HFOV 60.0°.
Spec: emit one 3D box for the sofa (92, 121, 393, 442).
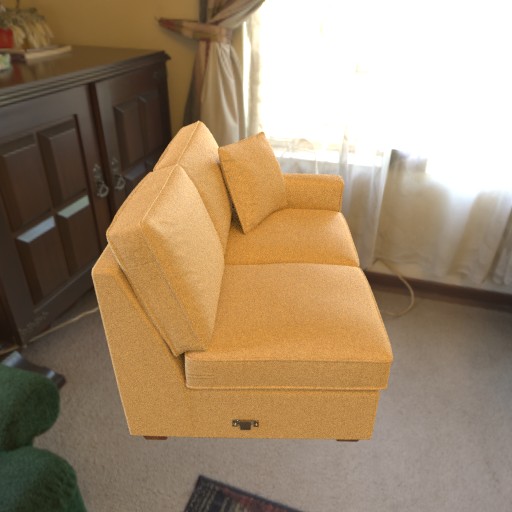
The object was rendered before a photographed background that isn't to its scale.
[{"bbox_3d":[0.000,0.000,2.083,0.991,0.989,1.388,1,31,1],"label":"sofa"}]
